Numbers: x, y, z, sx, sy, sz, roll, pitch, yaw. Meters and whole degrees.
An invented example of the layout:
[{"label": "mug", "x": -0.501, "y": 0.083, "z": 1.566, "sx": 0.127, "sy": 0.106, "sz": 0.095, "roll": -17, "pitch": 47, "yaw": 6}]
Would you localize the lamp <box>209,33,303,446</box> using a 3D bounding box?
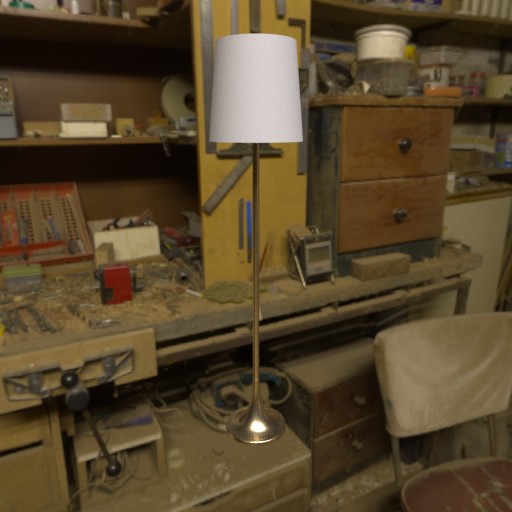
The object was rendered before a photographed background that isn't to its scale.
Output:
[{"label": "lamp", "x": 0.000, "y": 0.000, "z": 1.722, "sx": 0.337, "sy": 1.543, "sz": 0.337, "roll": 0, "pitch": 16, "yaw": 0}]
